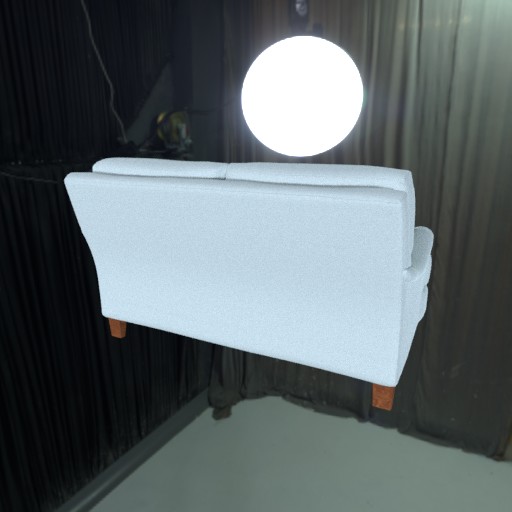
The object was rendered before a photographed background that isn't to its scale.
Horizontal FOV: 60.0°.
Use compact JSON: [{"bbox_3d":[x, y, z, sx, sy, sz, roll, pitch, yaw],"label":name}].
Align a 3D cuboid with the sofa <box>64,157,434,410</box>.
[{"bbox_3d":[0.000,0.000,2.558,1.853,1.101,1.084,8,17,26],"label":"sofa"}]
